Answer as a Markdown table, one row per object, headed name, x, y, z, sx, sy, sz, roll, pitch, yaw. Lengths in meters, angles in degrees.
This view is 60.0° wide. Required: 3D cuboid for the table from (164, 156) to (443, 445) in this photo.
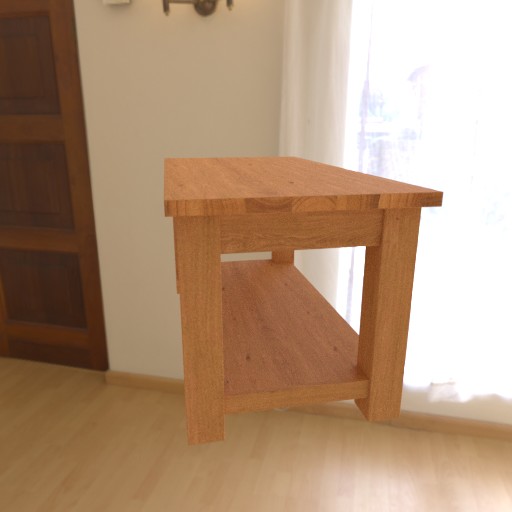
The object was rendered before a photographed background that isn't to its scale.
| name | x | y | z | sx | sy | sz | roll | pitch | yaw |
| --- | --- | --- | --- | --- | --- | --- | --- | --- | --- |
| table | 0.000 | 0.000 | 1.171 | 0.450 | 0.452 | 0.899 | -3 | 17 | -11 |
